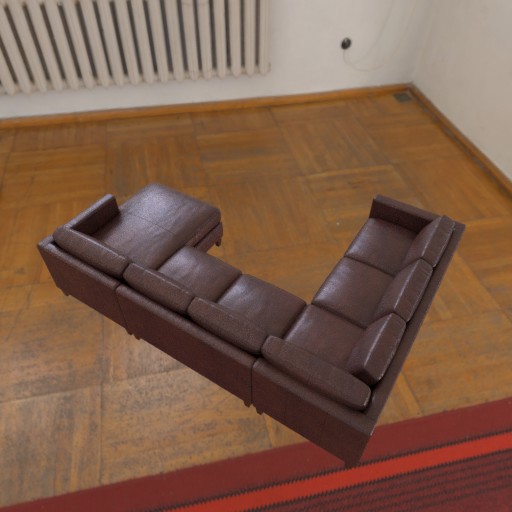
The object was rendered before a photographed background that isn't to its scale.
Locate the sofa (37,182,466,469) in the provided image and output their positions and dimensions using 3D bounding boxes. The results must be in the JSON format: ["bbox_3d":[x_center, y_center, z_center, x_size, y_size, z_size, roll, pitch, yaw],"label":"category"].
[{"bbox_3d":[0.000,0.000,4.433,3.324,0.891,2.452,25,51,22],"label":"sofa"}]
